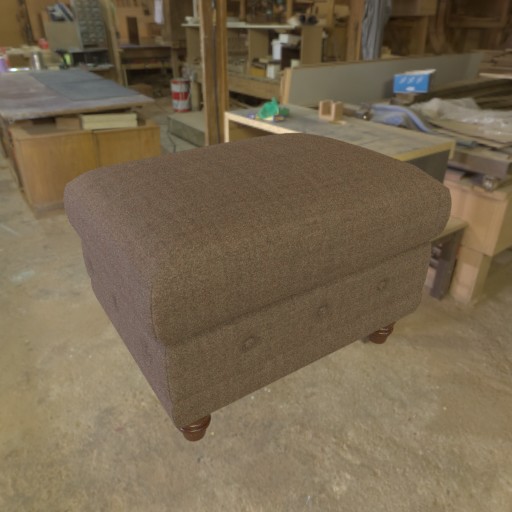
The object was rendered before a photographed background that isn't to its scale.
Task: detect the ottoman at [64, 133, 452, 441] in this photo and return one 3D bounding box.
[{"bbox_3d":[0.000,0.000,1.193,0.809,0.555,0.599,-18,34,-29],"label":"ottoman"}]
